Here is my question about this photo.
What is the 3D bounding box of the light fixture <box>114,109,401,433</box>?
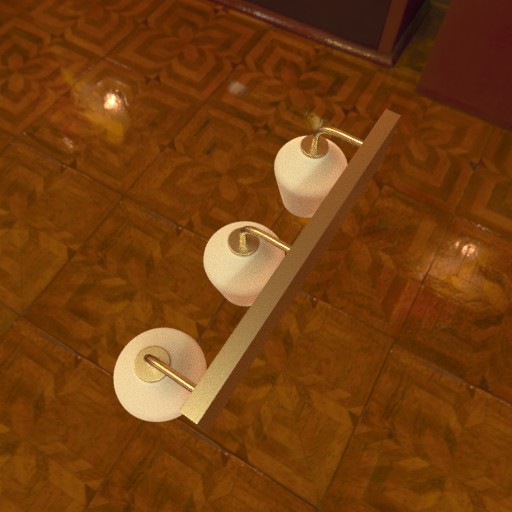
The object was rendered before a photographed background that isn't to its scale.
[{"bbox_3d":[0.000,0.000,0.733,0.190,0.280,0.609,30,67,14],"label":"light fixture"}]
